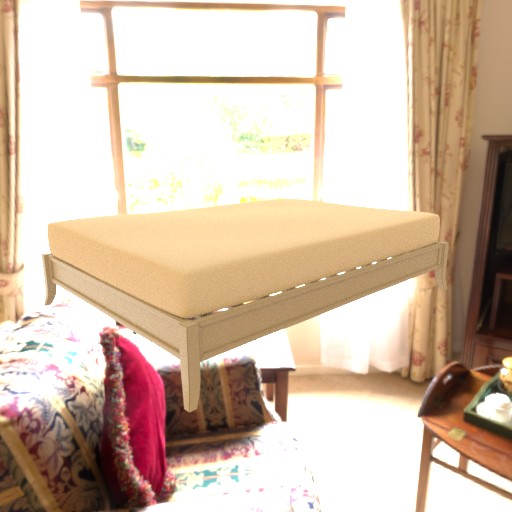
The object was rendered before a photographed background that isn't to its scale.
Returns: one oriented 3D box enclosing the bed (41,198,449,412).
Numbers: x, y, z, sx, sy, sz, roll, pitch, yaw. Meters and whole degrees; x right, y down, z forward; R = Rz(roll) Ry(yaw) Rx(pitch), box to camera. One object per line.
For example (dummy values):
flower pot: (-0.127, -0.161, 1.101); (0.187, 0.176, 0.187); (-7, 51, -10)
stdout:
bed: (0.000, 0.000, 2.630); (1.985, 0.510, 1.460); (-13, 19, -41)
